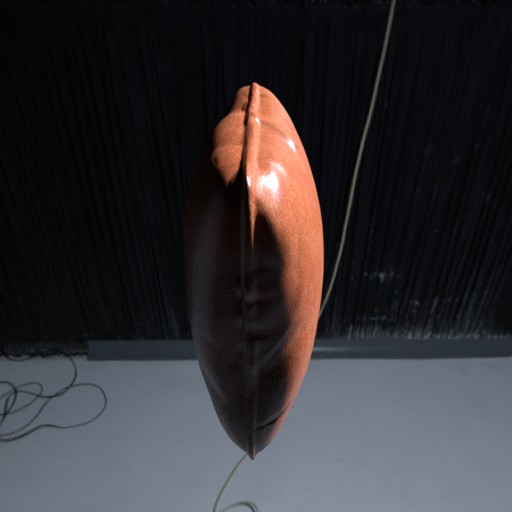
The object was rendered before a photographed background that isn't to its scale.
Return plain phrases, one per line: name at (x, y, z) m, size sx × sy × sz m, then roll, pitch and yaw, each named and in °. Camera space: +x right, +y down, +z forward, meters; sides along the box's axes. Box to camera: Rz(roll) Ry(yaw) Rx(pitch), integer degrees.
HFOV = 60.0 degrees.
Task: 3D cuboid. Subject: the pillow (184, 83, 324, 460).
pillow at (0.000, 0.000, 0.819) m, size 0.236 × 0.523 × 0.532 m, roll 0°, pitch 33°, yaw 1°
